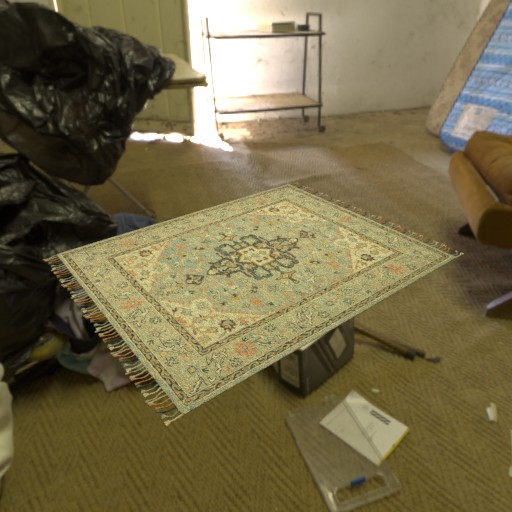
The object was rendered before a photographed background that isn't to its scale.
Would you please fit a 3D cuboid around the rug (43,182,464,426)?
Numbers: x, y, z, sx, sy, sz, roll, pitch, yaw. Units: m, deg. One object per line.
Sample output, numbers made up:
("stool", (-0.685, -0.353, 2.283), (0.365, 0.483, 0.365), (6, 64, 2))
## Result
("rug", (0.000, 0.000, 3.458), (2.651, 0.010, 1.971), (-22, 37, -32))
